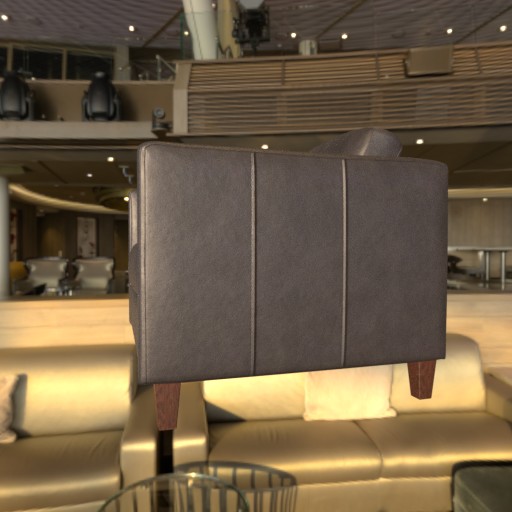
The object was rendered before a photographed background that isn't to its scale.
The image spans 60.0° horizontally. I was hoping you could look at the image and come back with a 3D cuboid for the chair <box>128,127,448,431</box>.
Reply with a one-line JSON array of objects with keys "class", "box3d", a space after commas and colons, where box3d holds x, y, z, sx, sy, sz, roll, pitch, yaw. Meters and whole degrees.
[{"class": "chair", "box3d": [0.000, 0.000, 1.557, 0.862, 0.811, 0.939, 0, 1, -17]}]
